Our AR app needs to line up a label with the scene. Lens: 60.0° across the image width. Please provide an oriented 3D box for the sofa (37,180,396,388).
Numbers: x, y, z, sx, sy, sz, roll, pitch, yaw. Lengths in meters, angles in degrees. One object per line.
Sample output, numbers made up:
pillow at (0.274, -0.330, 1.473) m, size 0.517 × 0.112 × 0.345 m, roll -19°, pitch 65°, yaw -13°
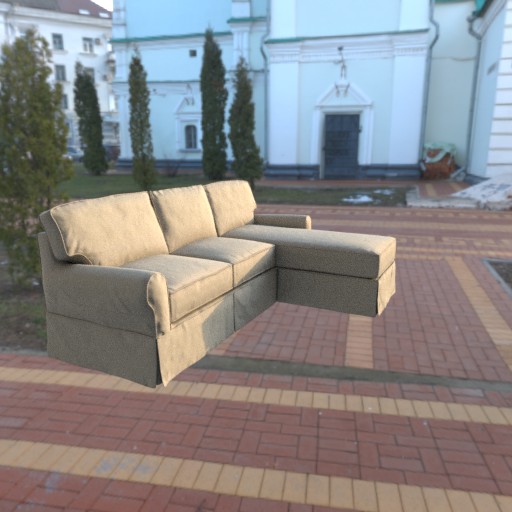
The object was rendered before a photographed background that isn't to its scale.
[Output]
sofa at (0.000, 0.000, 3.334) m, size 1.733 × 0.978 × 2.475 m, roll 7°, pitch 15°, yaw 26°
